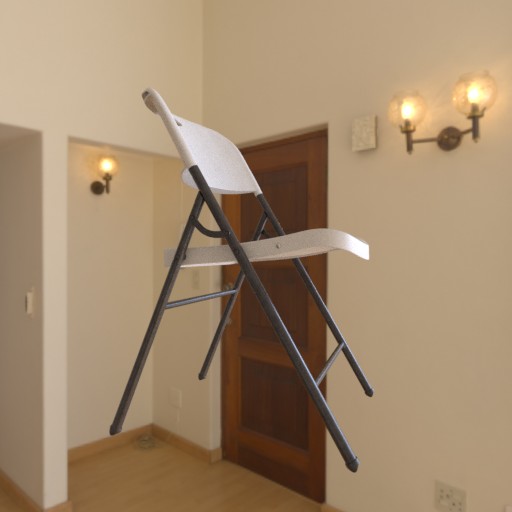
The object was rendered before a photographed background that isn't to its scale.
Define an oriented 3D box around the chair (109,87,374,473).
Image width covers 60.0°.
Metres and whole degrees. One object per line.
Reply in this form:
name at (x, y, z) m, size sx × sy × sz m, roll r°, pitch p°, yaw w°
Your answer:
chair at (0.000, 0.000, 1.147) m, size 0.566 × 0.810 × 0.494 m, roll 0°, pitch 0°, yaw 18°
